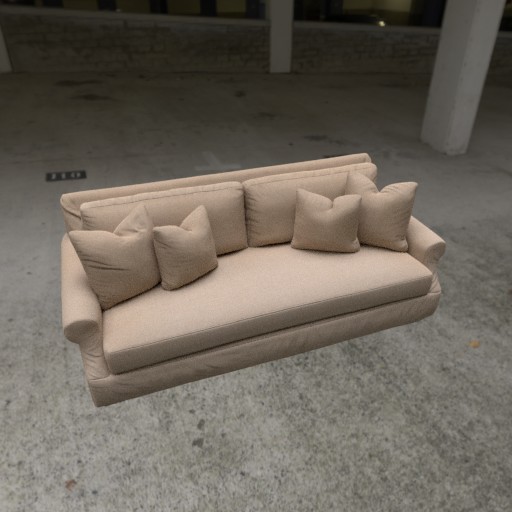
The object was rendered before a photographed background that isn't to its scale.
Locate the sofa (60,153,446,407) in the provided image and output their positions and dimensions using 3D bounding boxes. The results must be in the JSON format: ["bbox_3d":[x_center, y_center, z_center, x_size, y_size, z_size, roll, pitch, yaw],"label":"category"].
[{"bbox_3d":[0.000,0.000,2.804,2.285,0.904,1.067,-11,34,-17],"label":"sofa"}]
